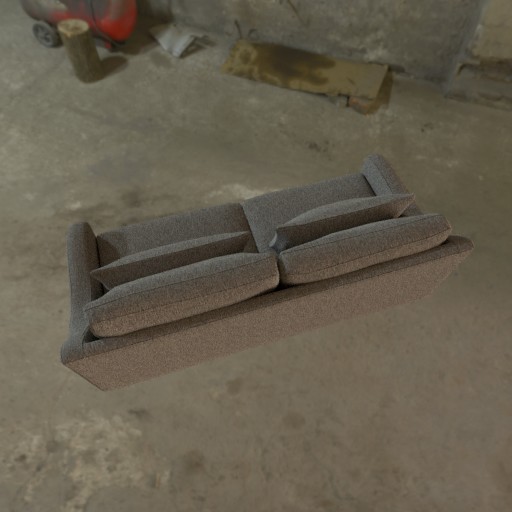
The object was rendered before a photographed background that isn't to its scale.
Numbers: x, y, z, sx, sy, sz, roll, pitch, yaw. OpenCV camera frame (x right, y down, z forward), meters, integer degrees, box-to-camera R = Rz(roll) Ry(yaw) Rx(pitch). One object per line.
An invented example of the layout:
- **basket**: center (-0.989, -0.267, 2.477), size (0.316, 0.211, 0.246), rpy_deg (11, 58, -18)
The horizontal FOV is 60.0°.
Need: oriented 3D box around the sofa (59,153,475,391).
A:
- **sofa**: center (0.000, 0.000, 2.990), size (2.418, 0.998, 1.103), rpy_deg (-15, 58, -9)
